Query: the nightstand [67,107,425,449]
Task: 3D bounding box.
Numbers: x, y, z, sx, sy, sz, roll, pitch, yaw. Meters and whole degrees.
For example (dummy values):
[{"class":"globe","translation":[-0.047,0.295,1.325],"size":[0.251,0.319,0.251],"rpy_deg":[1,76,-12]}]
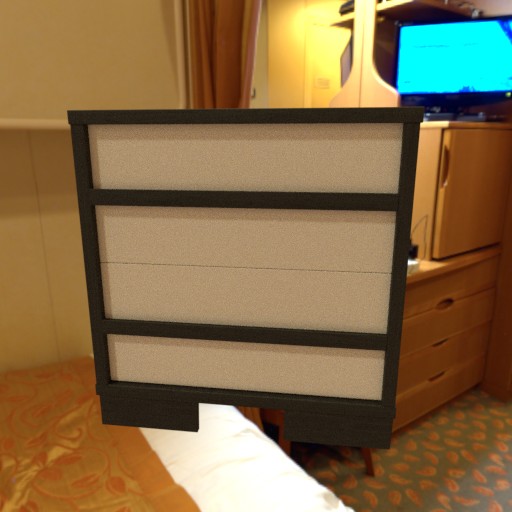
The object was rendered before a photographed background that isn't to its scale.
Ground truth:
[{"class":"nightstand","translation":[0.000,0.000,0.744],"size":[0.427,0.448,0.347],"rpy_deg":[2,15,8]}]
